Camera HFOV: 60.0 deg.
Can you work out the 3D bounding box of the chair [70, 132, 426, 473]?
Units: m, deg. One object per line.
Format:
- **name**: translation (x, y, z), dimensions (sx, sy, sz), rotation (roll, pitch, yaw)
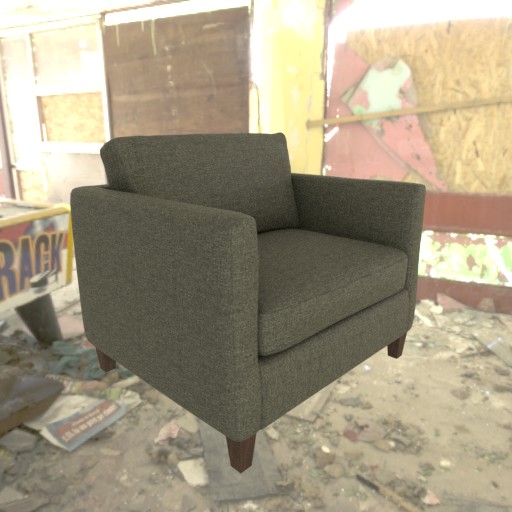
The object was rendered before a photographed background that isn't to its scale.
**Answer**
- **chair**: translation (0.000, 0.000, 1.793), dimensions (0.959, 0.963, 1.107), rotation (15, 21, 42)
